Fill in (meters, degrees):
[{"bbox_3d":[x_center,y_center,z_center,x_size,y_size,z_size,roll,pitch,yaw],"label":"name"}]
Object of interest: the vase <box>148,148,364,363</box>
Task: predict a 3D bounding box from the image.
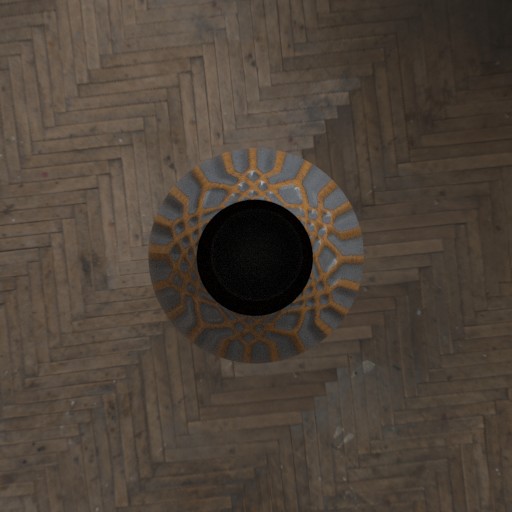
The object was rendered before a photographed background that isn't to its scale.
[{"bbox_3d":[0.000,0.000,0.140,0.069,0.088,0.069,0,91,0],"label":"vase"}]
